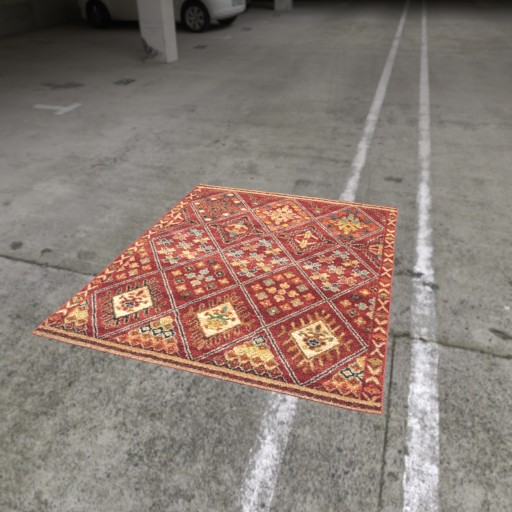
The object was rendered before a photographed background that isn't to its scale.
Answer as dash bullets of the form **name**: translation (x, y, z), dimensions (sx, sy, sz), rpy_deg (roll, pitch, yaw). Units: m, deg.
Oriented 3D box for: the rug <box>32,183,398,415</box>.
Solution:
- **rug**: translation (0.000, 0.000, 4.170), dimensions (2.489, 0.030, 3.086), rpy_deg (9, 32, 15)
